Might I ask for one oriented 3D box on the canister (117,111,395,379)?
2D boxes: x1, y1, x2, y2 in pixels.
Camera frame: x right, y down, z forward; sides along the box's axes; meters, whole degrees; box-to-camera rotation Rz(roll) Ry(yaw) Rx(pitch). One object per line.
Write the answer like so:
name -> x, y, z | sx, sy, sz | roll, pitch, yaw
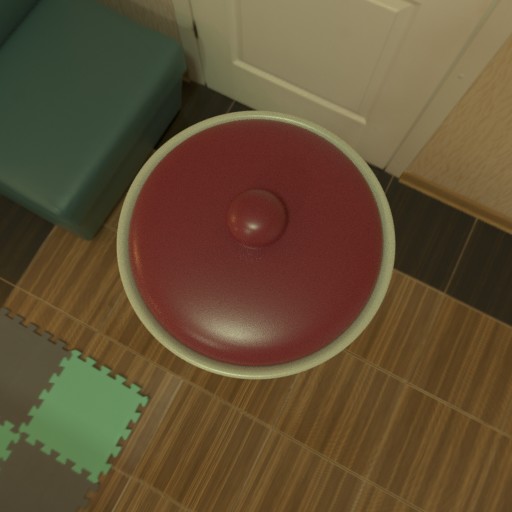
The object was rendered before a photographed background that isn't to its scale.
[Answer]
canister -> 0.000, 0.000, 0.345 | 0.181, 0.211, 0.181 | 0, 77, 0
